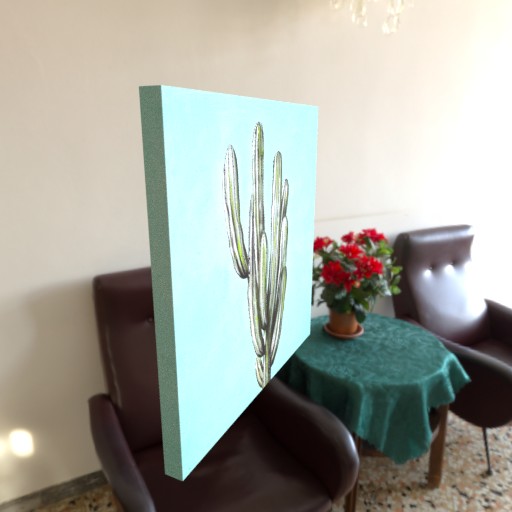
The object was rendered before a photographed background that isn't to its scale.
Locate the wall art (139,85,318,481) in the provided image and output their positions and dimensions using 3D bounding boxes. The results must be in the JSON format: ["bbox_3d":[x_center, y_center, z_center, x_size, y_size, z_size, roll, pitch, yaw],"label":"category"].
[{"bbox_3d":[0.000,0.000,0.903,0.036,0.603,0.603,8,18,26],"label":"wall art"}]
